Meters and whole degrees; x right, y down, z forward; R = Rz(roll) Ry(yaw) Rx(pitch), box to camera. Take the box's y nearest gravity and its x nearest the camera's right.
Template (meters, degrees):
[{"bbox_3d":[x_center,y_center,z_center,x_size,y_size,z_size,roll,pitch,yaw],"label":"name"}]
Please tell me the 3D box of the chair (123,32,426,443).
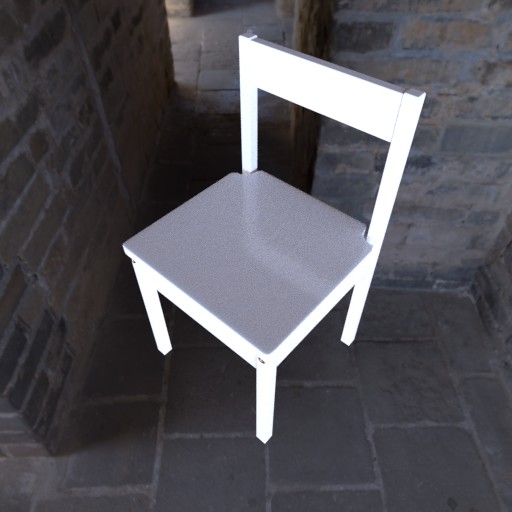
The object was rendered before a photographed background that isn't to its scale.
[{"bbox_3d":[0.000,0.000,0.884,0.367,0.668,0.361,33,55,27],"label":"chair"}]
